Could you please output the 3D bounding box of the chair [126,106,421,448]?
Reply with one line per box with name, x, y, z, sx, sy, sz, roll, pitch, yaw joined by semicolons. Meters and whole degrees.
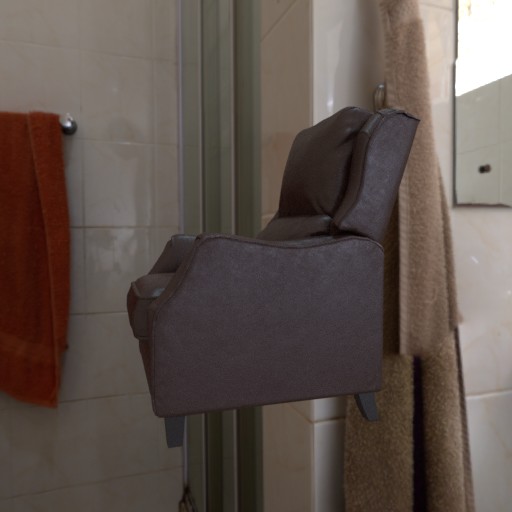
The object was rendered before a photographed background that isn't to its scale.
chair;0.000;0.000;1.760;0.982;1.132;0.770;-1;2;-18
